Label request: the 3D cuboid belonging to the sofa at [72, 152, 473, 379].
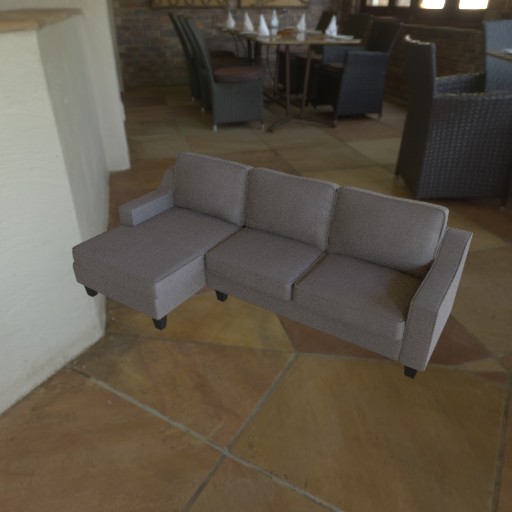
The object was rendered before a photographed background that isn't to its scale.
[{"bbox_3d":[0.000,0.000,3.177,2.561,0.928,1.294,18,35,28],"label":"sofa"}]
